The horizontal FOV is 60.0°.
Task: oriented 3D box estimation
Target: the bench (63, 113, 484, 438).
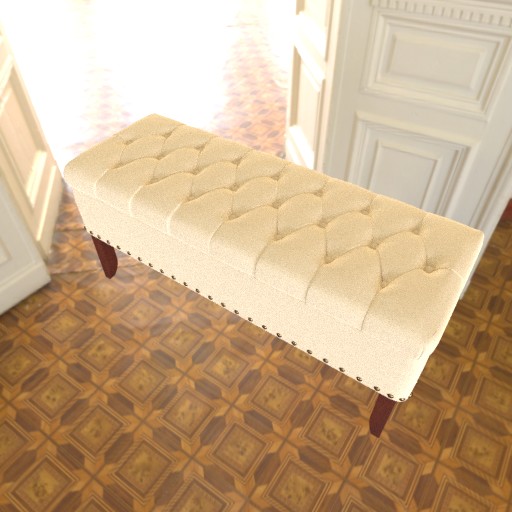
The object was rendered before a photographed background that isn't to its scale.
[{"bbox_3d":[0.000,0.000,1.280,1.054,0.470,0.400,25,51,23],"label":"bench"}]
